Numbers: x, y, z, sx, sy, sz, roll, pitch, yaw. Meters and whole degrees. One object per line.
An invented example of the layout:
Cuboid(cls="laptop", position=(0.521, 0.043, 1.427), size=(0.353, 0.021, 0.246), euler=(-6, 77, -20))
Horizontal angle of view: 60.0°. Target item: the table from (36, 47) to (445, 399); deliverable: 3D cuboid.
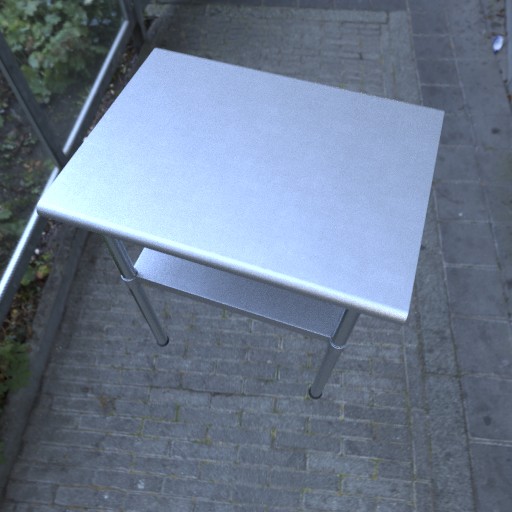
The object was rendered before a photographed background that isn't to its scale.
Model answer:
Cuboid(cls="table", position=(0.000, 0.000, 1.359), size=(0.762, 0.876, 0.584), euler=(16, 60, 10))
